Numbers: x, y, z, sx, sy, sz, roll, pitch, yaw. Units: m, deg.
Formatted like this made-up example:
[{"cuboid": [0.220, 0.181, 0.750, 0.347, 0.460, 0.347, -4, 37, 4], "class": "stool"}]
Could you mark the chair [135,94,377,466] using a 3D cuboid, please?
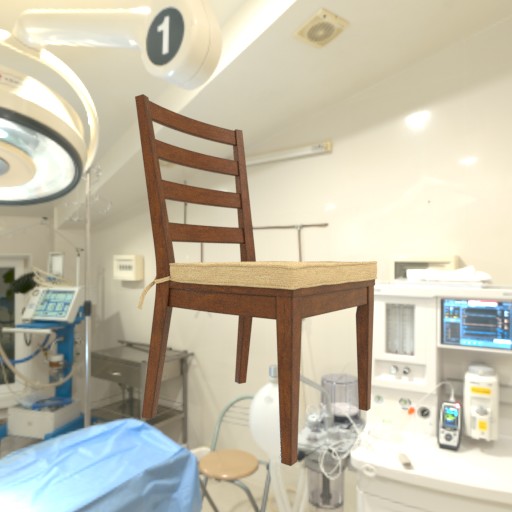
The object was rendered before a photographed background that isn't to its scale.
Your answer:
[{"cuboid": [0.000, 0.000, 1.390, 0.595, 0.979, 0.593, 0, 0, 36], "class": "chair"}]
